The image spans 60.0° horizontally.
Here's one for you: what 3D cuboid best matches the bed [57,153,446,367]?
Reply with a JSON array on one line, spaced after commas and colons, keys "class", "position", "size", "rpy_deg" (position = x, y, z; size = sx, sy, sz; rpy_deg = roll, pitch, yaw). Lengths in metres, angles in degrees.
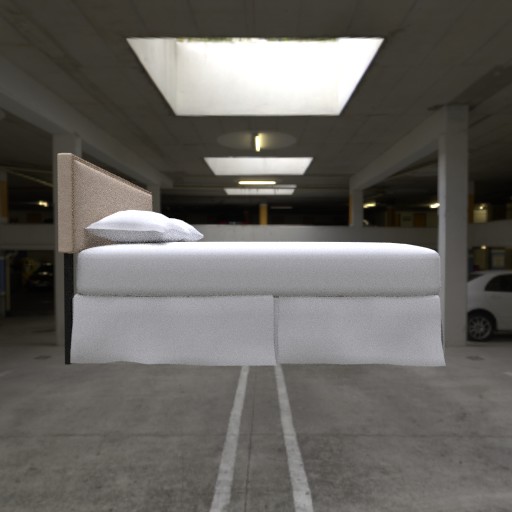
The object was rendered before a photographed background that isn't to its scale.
[{"class": "bed", "position": [0.000, 0.000, 2.889], "size": [1.876, 1.016, 1.616], "rpy_deg": [0, 1, 0]}]
